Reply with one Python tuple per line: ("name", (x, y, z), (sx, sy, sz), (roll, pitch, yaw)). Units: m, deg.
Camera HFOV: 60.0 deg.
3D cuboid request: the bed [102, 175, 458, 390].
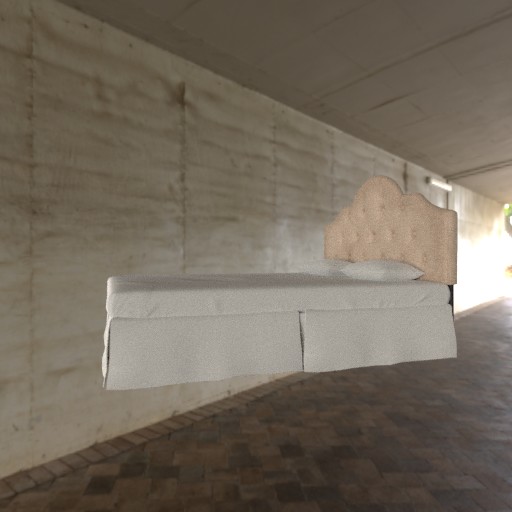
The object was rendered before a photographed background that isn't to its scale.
("bed", (0.000, 0.000, 3.019), (1.970, 1.194, 1.667), (0, 0, -18))
